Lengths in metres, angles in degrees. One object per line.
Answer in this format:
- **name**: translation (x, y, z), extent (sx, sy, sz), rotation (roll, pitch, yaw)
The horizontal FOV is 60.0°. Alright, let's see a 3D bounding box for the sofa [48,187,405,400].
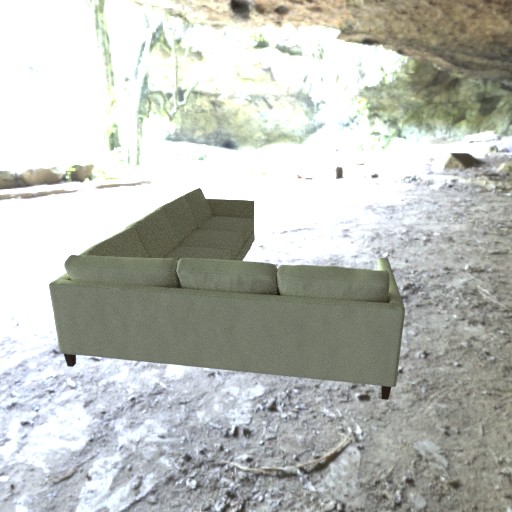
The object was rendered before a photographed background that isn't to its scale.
- **sofa**: translation (0.000, 0.000, 4.452), extent (2.432, 0.863, 3.182), rotation (3, 19, 9)
